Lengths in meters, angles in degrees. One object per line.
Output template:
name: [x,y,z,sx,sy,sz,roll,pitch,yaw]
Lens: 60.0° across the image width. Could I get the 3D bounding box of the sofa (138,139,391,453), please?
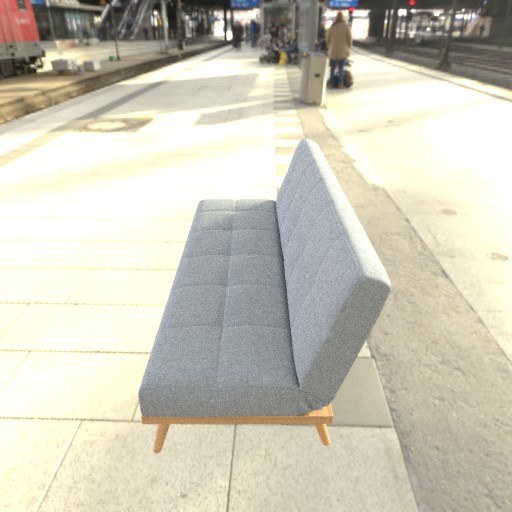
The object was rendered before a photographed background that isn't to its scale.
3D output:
sofa: [0.000,0.000,2.244,0.800,0.800,1.820,0,27,0]
